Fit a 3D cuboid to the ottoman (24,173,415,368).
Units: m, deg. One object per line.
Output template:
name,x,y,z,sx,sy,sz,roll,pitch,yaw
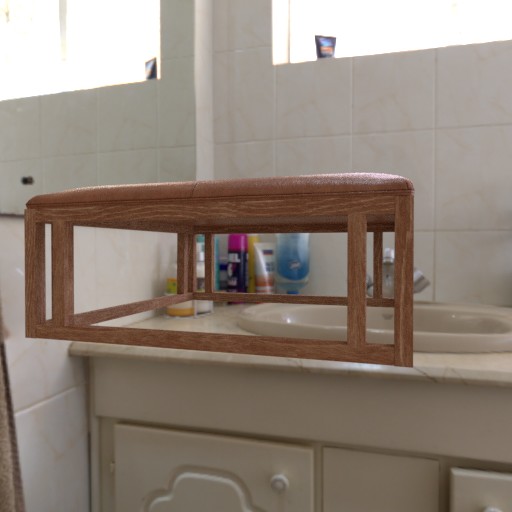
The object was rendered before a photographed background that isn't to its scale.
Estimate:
ottoman,0.000,0.000,1.542,1.016,0.442,1.013,0,1,18
